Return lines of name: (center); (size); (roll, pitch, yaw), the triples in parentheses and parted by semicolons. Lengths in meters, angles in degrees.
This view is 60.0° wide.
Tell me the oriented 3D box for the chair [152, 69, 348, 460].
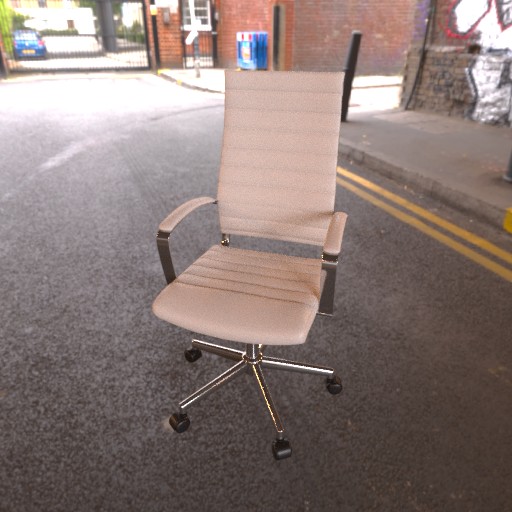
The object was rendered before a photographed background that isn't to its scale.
chair: (0.000, 0.000, 1.535); (0.679, 1.149, 0.679); (8, 28, 16)
